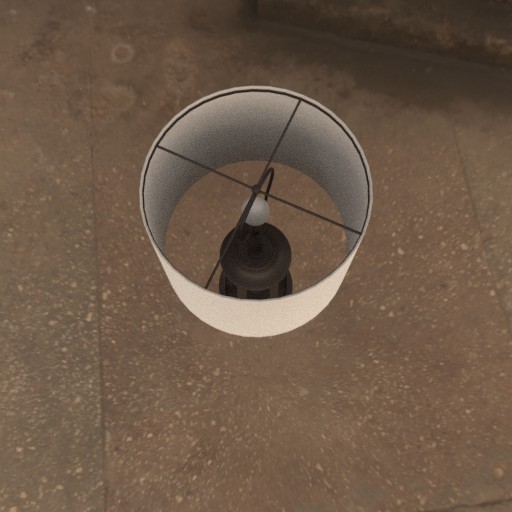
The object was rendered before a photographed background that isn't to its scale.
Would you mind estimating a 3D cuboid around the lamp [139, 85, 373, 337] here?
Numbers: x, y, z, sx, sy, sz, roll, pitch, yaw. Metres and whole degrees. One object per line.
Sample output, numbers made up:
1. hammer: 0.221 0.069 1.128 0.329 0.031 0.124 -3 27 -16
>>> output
1. lamp: 0.000 0.000 0.664 0.251 0.509 0.251 0 75 0
